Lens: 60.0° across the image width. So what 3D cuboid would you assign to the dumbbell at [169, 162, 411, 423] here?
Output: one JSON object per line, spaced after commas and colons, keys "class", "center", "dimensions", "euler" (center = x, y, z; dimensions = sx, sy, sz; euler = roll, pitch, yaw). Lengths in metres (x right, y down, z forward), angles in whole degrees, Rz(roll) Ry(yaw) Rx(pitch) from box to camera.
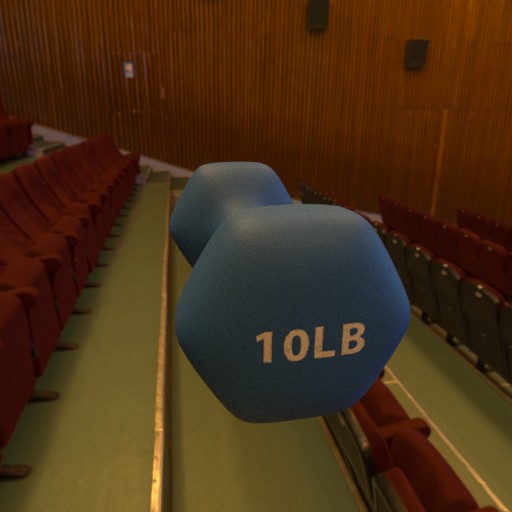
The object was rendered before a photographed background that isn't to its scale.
{"class": "dumbbell", "center": [0.000, 0.000, 0.268], "dimensions": [0.103, 0.093, 0.212], "euler": [-3, 19, -10]}
